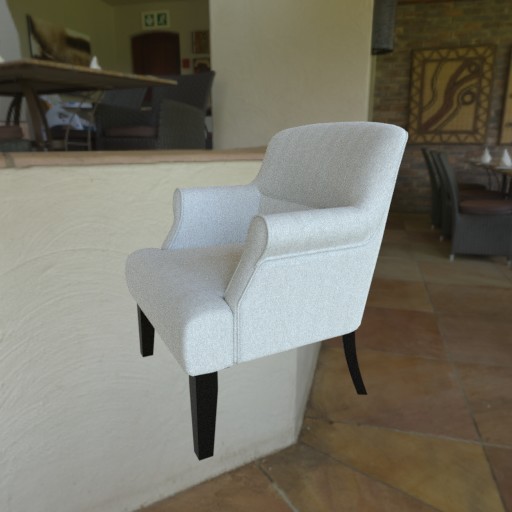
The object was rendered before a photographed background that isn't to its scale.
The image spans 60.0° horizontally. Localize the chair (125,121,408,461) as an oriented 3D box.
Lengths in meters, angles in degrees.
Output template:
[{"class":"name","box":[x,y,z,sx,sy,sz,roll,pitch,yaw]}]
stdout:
[{"class":"chair","box":[0.000,0.000,1.497,0.750,0.875,0.781,-7,17,-26]}]
